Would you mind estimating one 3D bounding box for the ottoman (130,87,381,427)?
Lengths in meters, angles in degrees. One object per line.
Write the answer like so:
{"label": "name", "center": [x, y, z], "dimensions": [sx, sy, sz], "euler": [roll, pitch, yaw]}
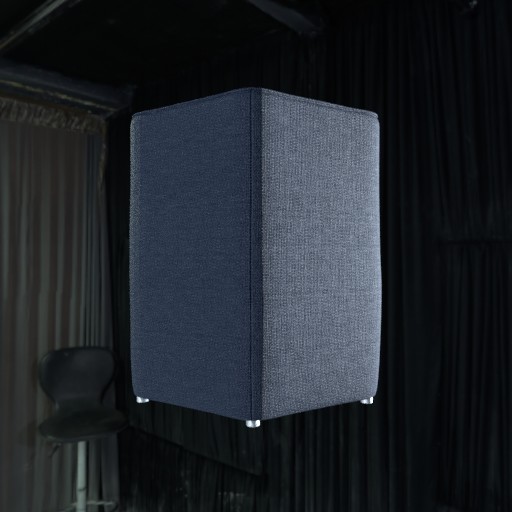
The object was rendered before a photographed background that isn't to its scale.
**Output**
{"label": "ottoman", "center": [0.000, 0.000, 0.879], "dimensions": [0.492, 0.505, 0.454], "euler": [0, -1, 35]}
